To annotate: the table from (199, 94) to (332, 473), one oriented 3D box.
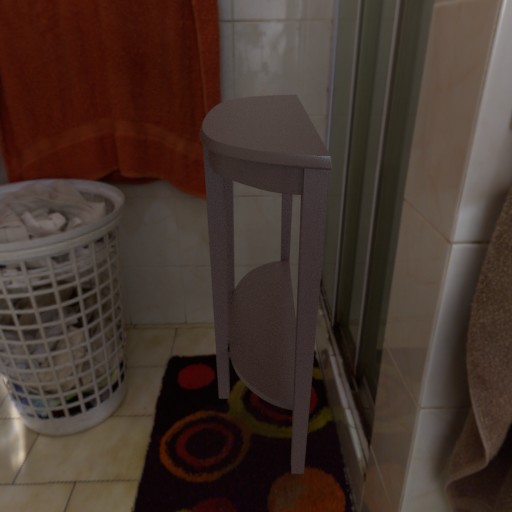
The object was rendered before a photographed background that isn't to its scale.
[{"bbox_3d":[0.000,0.000,1.352,0.274,0.831,0.909,0,27,1],"label":"table"}]
